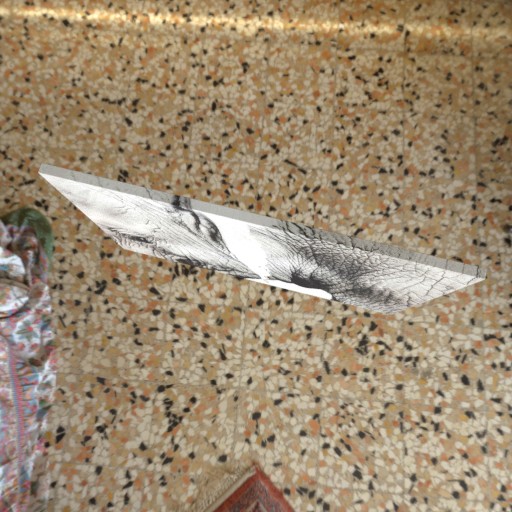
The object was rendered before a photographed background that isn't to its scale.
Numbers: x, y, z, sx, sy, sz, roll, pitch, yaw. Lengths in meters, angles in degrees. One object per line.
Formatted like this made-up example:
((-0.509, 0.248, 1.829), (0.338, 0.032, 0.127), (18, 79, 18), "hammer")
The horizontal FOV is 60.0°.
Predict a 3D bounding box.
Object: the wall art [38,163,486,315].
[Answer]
((0.000, 0.000, 1.175), (0.914, 0.607, 0.023), (14, 76, 3), "wall art")
